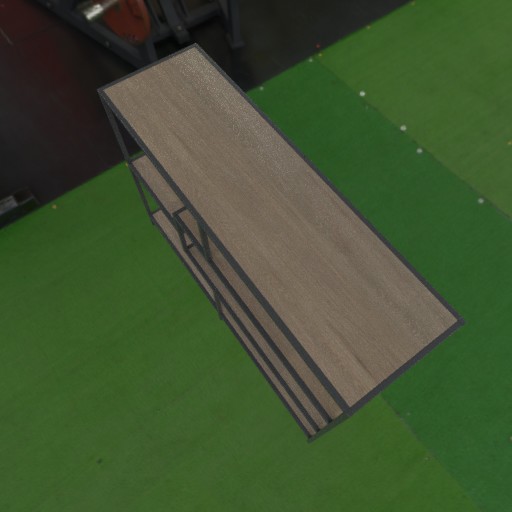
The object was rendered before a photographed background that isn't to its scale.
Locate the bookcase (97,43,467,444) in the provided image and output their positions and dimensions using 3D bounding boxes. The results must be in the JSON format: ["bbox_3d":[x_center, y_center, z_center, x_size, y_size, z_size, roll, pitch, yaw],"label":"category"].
[{"bbox_3d":[0.000,0.000,1.506,0.350,0.780,1.140,-33,68,-15],"label":"bookcase"}]
